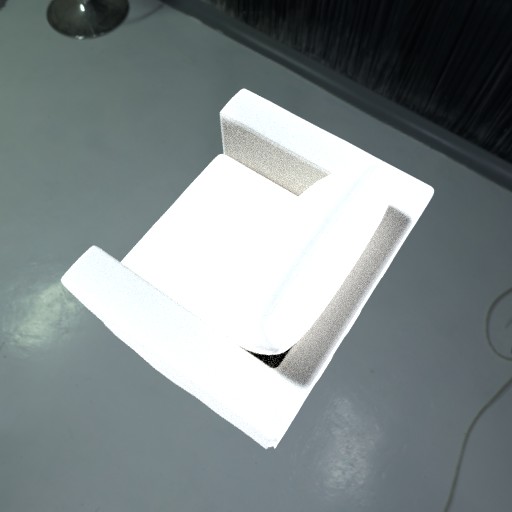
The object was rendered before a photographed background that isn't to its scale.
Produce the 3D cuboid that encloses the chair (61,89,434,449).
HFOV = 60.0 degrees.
[{"bbox_3d":[0.000,0.000,1.824,0.957,0.878,1.150,32,69,14],"label":"chair"}]
